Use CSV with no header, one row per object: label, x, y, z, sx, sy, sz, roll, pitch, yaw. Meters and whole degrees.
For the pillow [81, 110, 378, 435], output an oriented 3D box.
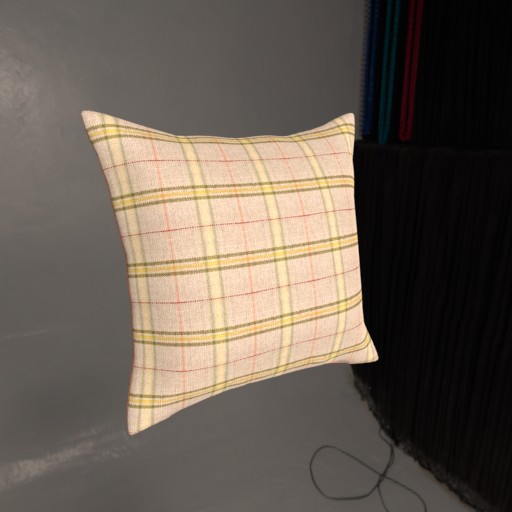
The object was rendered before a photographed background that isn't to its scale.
pillow,0.000,0.000,0.688,0.453,0.430,0.200,-9,19,-27
